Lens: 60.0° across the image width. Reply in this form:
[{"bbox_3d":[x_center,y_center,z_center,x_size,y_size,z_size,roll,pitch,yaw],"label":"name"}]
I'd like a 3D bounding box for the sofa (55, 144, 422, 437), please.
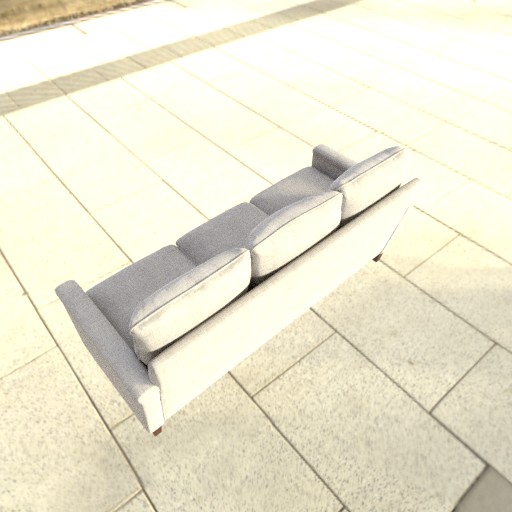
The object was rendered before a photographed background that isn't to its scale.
[{"bbox_3d":[0.000,0.000,2.471,1.925,0.959,0.828,-33,55,-27],"label":"sofa"}]
